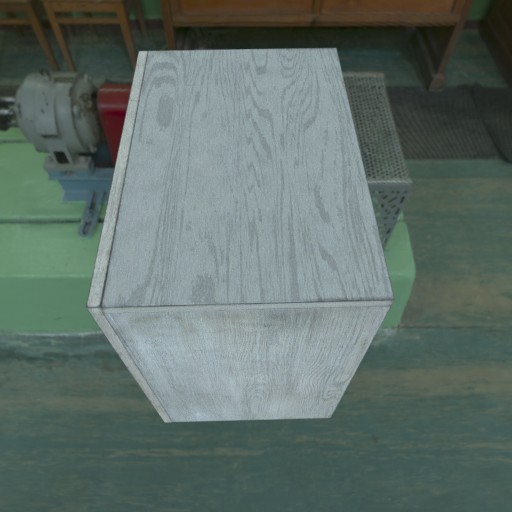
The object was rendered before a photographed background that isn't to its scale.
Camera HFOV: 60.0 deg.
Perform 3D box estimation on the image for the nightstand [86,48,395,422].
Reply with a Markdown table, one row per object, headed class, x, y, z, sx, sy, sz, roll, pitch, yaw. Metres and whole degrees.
| class | x | y | z | sx | sy | sz | roll | pitch | yaw |
| --- | --- | --- | --- | --- | --- | --- | --- | --- | --- |
| nightstand | 0.000 | 0.000 | 1.052 | 0.483 | 0.673 | 0.612 | -1 | 56 | -1 |
